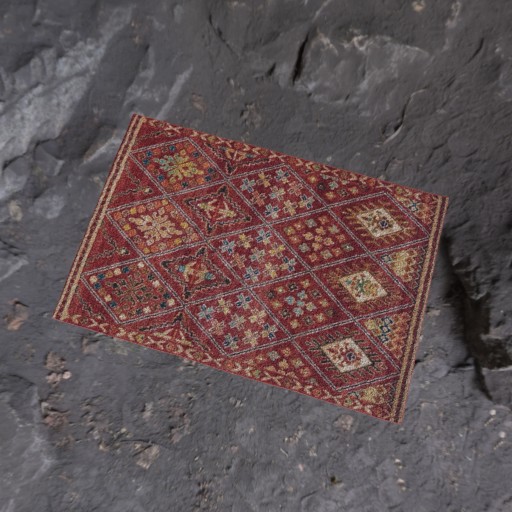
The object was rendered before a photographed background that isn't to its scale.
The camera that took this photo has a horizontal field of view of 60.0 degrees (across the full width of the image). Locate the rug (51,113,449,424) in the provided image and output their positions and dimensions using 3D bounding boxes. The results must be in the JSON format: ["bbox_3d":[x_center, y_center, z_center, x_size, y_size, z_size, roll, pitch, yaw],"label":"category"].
[{"bbox_3d":[0.000,0.000,2.921,2.286,0.026,1.521,16,77,4],"label":"rug"}]
